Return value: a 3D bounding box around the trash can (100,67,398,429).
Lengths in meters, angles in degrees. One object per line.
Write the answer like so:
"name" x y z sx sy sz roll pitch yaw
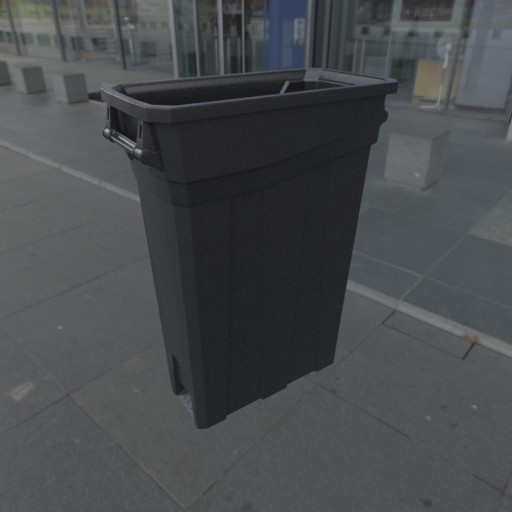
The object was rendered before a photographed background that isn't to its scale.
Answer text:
"trash can" 0.000 0.000 1.037 0.559 0.762 0.281 -18 34 -29
